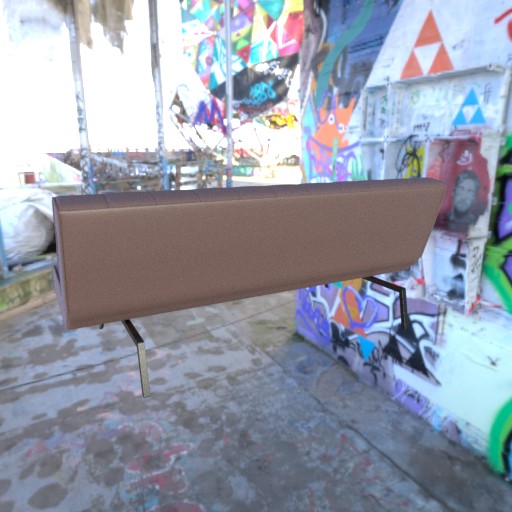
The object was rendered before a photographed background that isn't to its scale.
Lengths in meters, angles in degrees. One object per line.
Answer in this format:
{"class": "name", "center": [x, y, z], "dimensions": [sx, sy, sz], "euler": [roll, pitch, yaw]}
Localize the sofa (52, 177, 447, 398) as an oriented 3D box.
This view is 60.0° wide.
{"class": "sofa", "center": [0.000, 0.000, 2.067], "dimensions": [1.703, 0.699, 0.747], "euler": [-7, 16, -27]}
